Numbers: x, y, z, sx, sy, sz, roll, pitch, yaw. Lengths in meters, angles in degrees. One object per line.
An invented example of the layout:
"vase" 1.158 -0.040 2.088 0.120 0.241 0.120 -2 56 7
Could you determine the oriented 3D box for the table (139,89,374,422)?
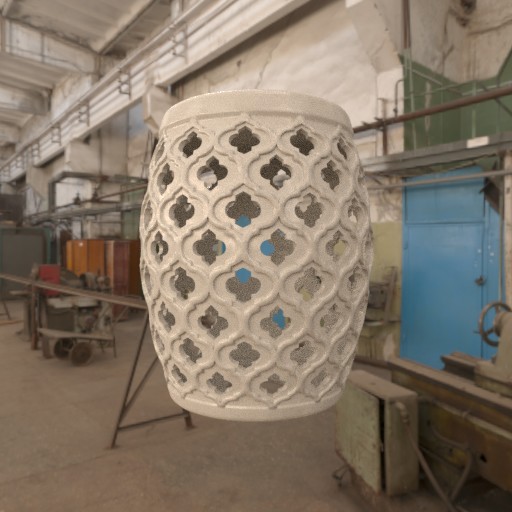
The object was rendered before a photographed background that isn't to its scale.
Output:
"table" 0.000 0.000 0.636 0.325 0.388 0.325 0 1 0
